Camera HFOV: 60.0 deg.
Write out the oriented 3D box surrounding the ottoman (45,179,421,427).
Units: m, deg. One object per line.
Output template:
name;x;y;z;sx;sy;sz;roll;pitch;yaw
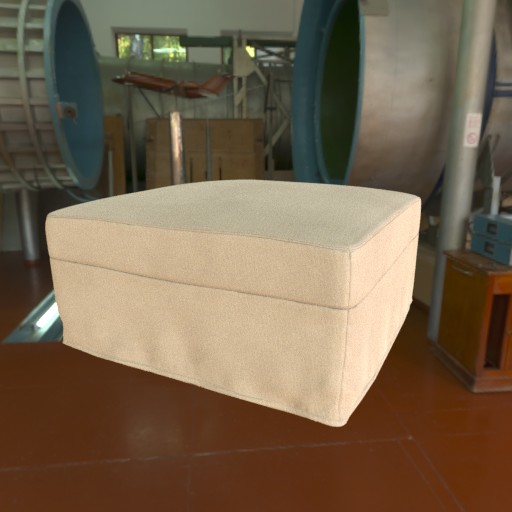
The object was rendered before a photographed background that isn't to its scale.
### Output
ottoman;0.000;0.000;1.350;0.842;0.441;0.843;8;17;27
